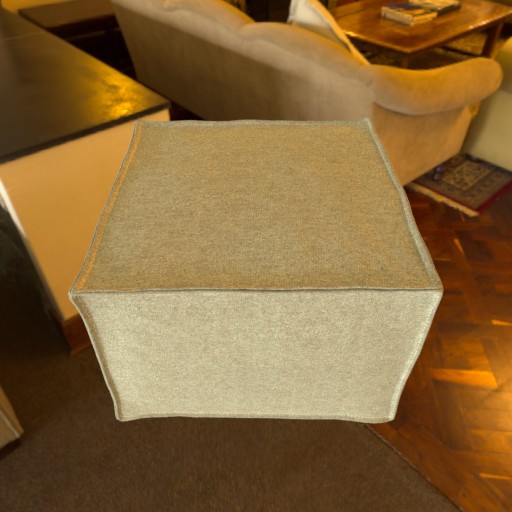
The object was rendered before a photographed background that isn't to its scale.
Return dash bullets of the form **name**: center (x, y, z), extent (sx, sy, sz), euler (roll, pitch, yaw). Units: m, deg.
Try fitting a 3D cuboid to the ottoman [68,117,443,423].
- **ottoman**: center (0.000, 0.000, 1.153), extent (0.696, 0.470, 0.707), euler (0, 42, -1)
